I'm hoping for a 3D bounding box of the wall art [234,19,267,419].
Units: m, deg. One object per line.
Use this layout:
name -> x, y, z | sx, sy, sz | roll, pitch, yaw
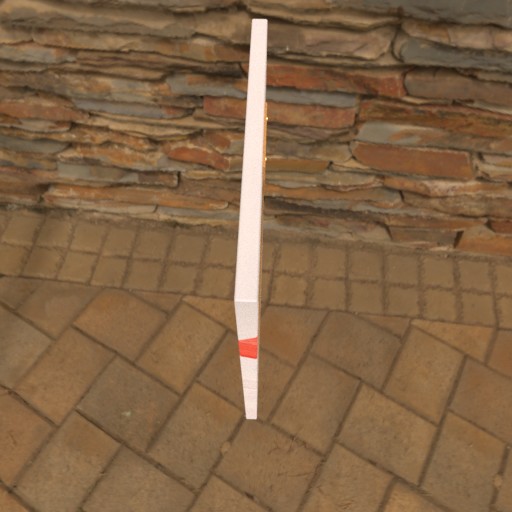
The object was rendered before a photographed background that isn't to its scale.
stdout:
wall art -> 0.000, 0.000, 1.335 | 0.045, 1.014, 0.759 | 2, 60, 1
